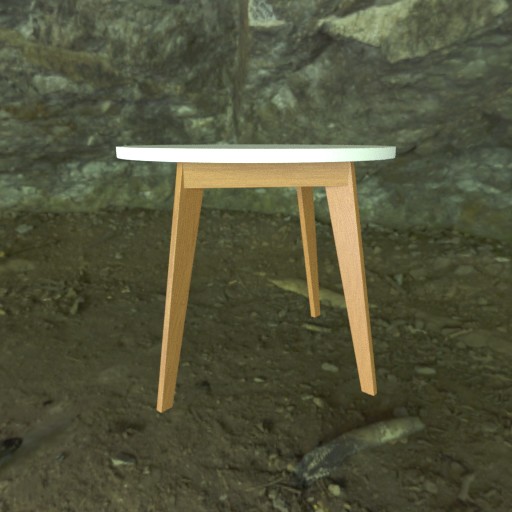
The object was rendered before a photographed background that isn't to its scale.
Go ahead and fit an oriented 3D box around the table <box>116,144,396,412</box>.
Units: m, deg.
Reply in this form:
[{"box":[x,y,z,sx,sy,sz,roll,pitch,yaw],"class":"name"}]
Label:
[{"box":[0.000,0.000,1.581,0.896,0.762,0.896,0,15,0],"class":"table"}]
